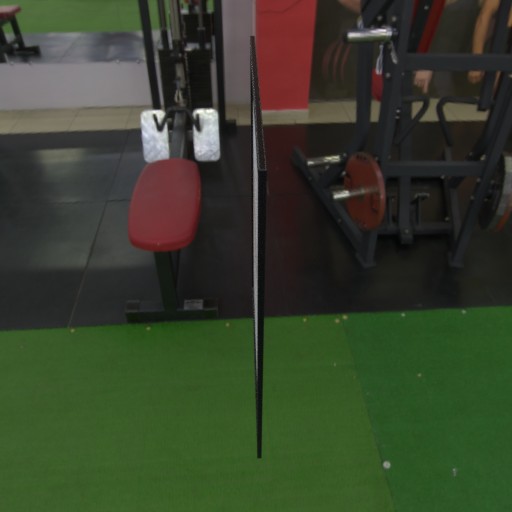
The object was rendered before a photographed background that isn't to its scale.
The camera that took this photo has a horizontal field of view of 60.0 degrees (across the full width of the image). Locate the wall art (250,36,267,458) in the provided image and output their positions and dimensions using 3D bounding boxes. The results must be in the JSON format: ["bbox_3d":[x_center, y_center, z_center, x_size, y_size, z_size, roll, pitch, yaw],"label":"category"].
[{"bbox_3d":[0.000,0.000,1.254,0.013,0.967,0.707,-1,41,-1],"label":"wall art"}]
